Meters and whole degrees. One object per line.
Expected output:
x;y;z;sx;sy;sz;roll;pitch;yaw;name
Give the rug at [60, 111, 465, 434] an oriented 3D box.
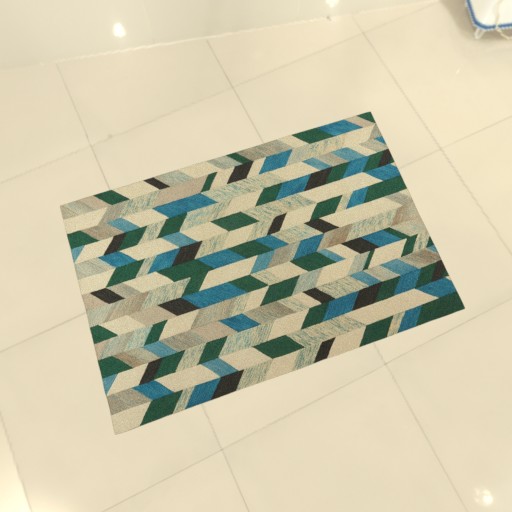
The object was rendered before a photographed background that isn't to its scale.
0.000;0.000;2.323;1.827;0.005;1.229;-18;75;-5;rug
